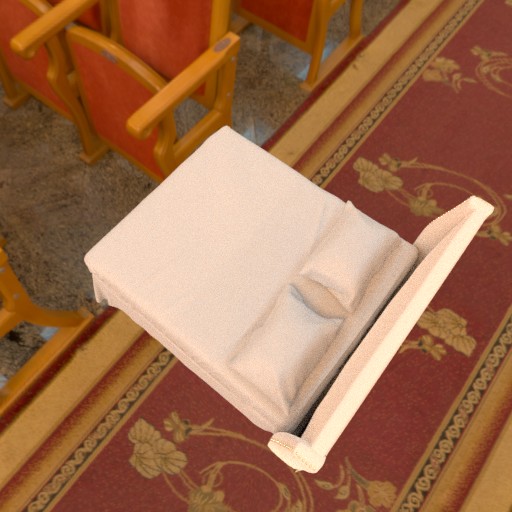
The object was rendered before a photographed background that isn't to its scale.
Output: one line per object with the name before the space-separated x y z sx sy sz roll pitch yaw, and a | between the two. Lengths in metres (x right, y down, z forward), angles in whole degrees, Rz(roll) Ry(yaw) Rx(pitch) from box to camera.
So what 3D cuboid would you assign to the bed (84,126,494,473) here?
bed | 0.000 0.000 3.289 2.276 1.332 1.925 36 70 15
